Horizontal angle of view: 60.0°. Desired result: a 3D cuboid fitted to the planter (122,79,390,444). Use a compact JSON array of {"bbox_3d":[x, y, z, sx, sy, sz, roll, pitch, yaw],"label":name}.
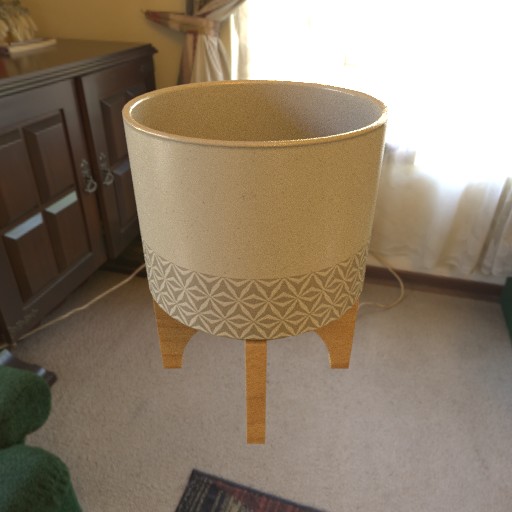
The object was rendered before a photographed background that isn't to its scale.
[{"bbox_3d":[0.000,0.000,0.513,0.249,0.343,0.249,0,32,0],"label":"planter"}]
